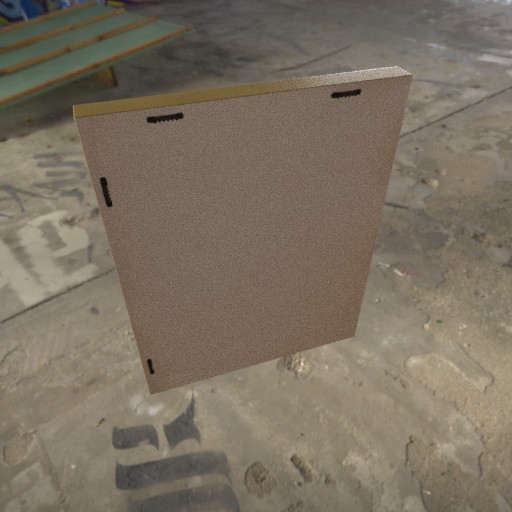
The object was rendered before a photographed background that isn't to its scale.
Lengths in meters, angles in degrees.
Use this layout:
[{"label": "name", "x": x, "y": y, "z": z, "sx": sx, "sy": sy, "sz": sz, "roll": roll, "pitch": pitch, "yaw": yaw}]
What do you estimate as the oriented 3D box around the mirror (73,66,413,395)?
[{"label": "mirror", "x": 0.000, "y": 0.000, "z": 0.680, "sx": 0.405, "sy": 0.508, "sz": 0.041, "roll": -13, "pitch": 42, "yaw": -14}]
